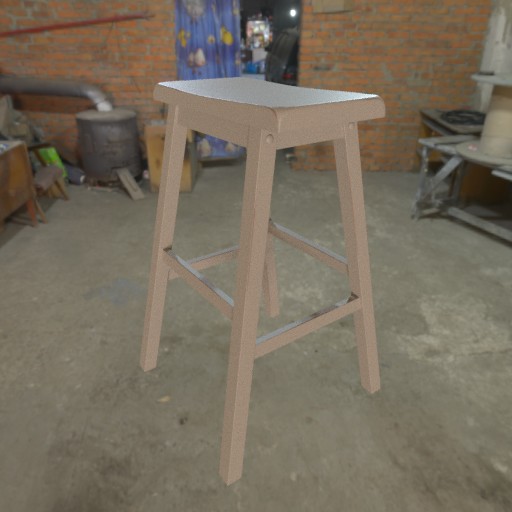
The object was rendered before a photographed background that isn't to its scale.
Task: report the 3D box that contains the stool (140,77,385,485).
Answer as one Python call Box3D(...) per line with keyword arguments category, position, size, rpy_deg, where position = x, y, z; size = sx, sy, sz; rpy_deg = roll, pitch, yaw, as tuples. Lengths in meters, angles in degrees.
Box3D(category="stool", position=(0.000, 0.000, 1.036), size=(0.476, 0.737, 0.457), rpy_deg=(-18, 32, -32))
